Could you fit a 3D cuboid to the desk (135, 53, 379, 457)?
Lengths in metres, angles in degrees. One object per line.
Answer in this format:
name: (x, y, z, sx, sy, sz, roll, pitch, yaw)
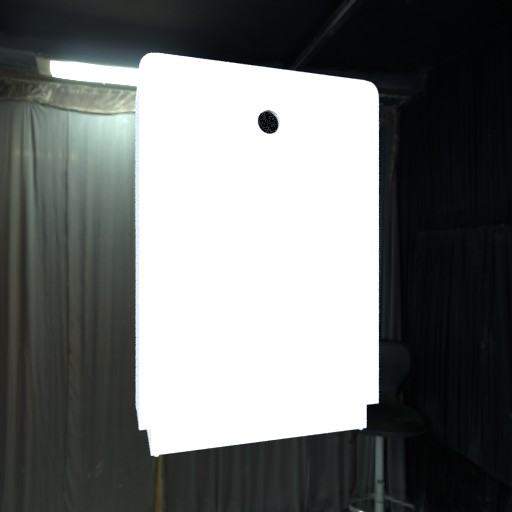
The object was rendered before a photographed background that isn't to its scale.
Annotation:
desk: (0.000, 0.000, 1.532, 0.795, 1.190, 0.278, 0, 0, -17)
